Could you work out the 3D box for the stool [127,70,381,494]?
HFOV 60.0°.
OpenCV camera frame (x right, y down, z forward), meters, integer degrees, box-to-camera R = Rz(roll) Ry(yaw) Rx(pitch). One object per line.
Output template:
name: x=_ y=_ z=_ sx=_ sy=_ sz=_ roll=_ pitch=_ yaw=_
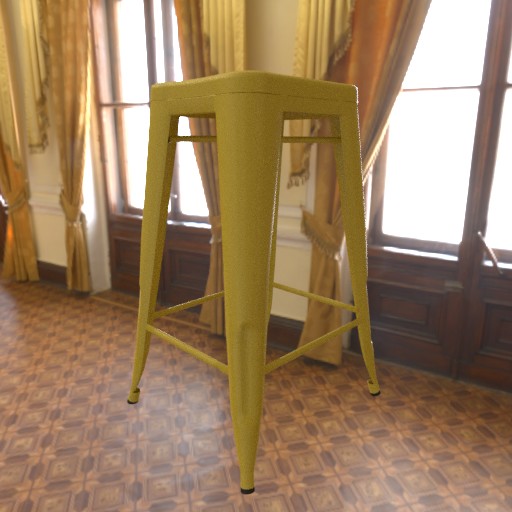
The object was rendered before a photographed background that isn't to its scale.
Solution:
stool: x=0.000 y=0.000 z=0.840 sx=0.359 sy=0.609 sz=0.399 roll=14 pitch=20 yaw=42
